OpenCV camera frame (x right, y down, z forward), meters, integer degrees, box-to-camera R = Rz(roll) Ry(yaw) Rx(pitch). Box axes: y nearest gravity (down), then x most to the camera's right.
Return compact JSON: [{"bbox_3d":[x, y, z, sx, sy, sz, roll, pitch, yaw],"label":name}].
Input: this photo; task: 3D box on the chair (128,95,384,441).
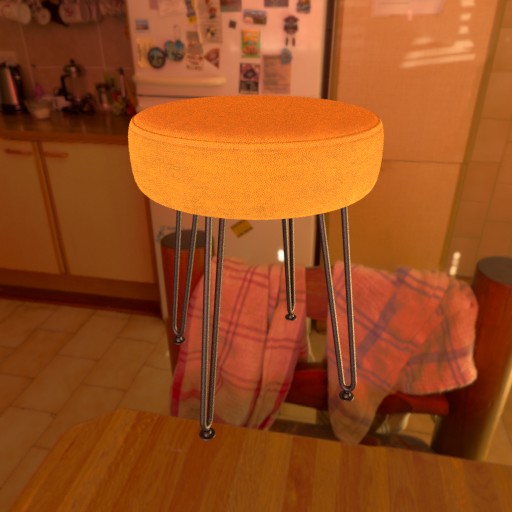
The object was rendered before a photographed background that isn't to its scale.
[{"bbox_3d":[0.000,0.000,0.705,0.345,0.455,0.345,-9,29,-17],"label":"chair"}]
